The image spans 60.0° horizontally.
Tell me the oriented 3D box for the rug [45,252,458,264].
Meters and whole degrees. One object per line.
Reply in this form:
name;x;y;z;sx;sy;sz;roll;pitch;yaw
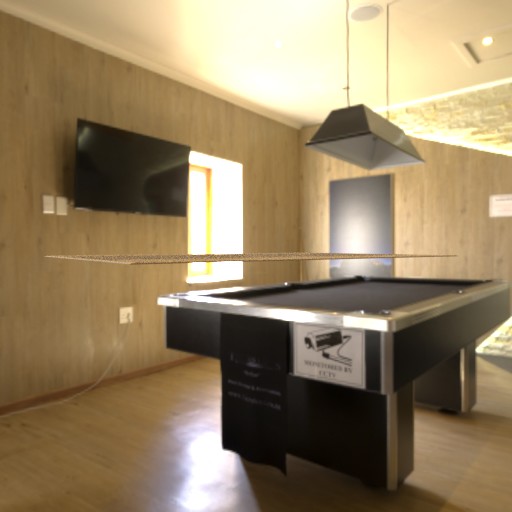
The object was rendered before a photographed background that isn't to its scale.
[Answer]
rug;0.000;0.000;2.353;1.828;0.005;1.219;-1;2;-36
